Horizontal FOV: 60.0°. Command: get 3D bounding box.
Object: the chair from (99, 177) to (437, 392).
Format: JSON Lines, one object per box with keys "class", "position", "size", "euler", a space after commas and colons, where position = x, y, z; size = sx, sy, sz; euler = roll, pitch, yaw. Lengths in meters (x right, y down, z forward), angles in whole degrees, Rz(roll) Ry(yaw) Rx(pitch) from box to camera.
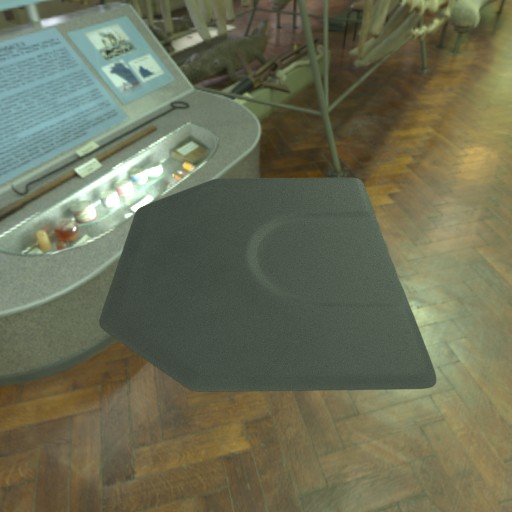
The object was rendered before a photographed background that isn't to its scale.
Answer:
{"class": "chair", "position": [0.000, 0.000, 1.989], "size": [1.219, 0.024, 1.372], "euler": [-1, 40, -1]}
